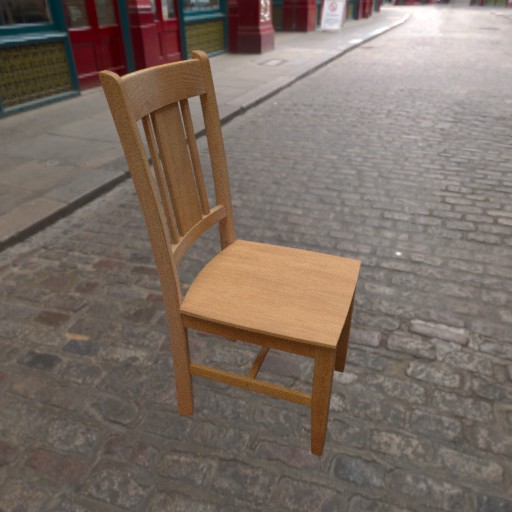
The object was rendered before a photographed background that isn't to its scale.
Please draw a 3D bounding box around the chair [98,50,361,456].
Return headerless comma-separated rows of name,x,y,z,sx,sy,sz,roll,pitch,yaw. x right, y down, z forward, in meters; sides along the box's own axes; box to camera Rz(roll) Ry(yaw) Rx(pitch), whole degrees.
chair,0.000,0.000,1.245,0.556,0.998,0.450,10,32,17
